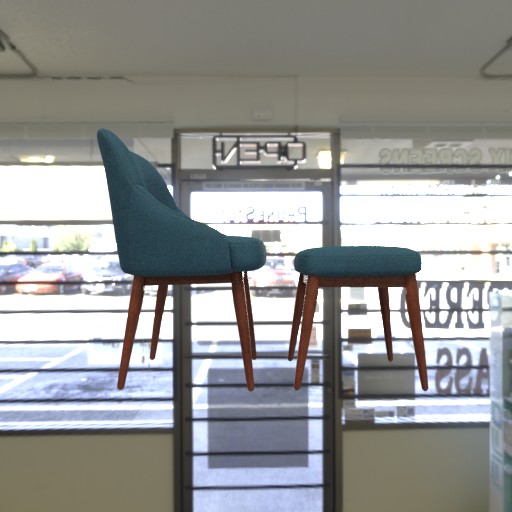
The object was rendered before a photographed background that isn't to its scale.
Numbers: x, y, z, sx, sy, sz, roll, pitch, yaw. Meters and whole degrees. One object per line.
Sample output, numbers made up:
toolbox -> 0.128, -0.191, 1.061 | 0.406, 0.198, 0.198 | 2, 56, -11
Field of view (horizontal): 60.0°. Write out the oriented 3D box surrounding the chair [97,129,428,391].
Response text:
chair -> 0.000, 0.000, 1.630 | 1.114, 0.866, 0.584 | 0, 0, 1
